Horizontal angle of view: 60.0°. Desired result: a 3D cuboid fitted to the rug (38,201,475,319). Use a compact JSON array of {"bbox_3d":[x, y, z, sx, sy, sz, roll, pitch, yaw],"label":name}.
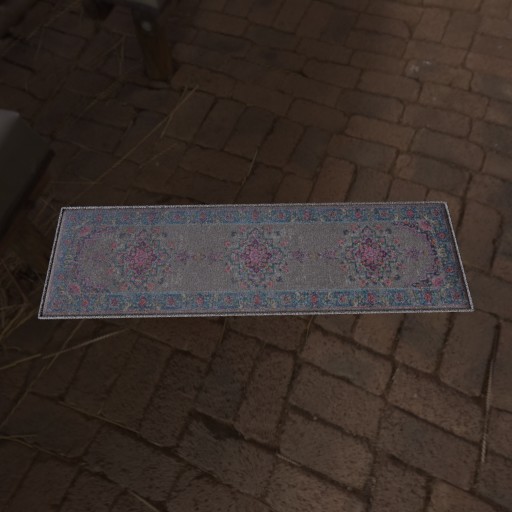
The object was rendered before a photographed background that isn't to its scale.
[{"bbox_3d":[0.000,0.000,1.976,1.827,0.012,0.553,-1,63,0],"label":"rug"}]
